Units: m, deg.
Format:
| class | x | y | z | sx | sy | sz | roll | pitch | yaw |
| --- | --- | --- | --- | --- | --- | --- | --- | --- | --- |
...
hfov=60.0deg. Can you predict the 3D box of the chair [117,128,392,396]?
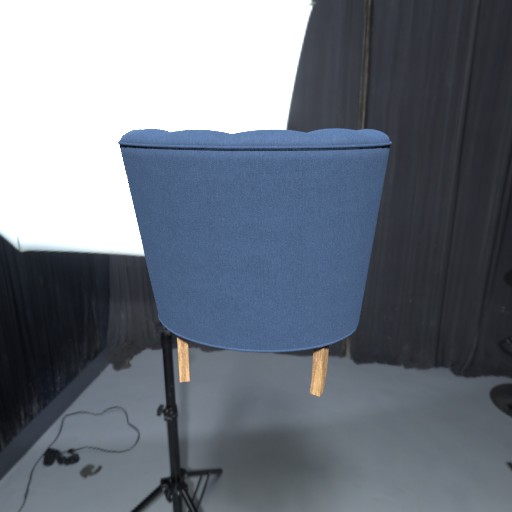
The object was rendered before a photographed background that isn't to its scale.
| class | x | y | z | sx | sy | sz | roll | pitch | yaw |
| --- | --- | --- | --- | --- | --- | --- | --- | --- | --- |
| chair | 0.000 | 0.000 | 1.383 | 0.740 | 0.771 | 0.718 | 3 | 17 | 10 |
